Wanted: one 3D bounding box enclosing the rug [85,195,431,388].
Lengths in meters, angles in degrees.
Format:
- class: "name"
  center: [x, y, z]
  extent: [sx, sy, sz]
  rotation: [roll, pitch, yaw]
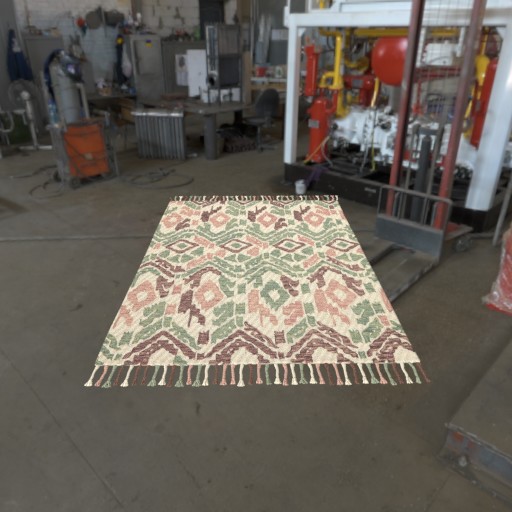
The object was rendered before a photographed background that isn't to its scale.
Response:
- class: "rug"
  center: [0.000, 0.000, 2.964]
  extent: [1.524, 0.011, 2.438]
  rotation: [0, 27, -1]
